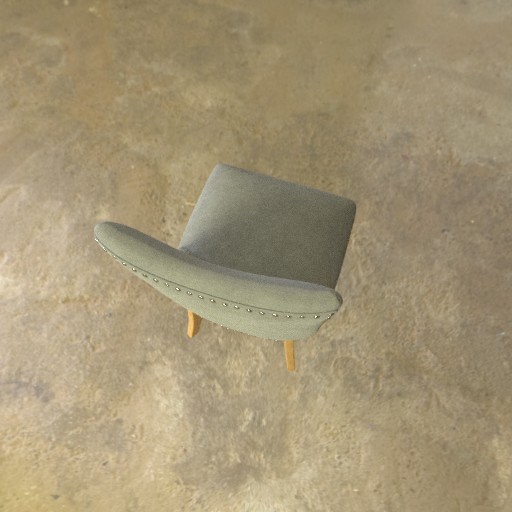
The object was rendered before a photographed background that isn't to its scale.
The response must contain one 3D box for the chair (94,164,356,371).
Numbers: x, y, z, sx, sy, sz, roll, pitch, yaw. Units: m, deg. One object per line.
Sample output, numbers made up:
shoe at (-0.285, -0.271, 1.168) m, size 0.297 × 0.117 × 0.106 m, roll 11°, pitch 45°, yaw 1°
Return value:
chair at (0.000, 0.000, 1.285) m, size 0.495 × 0.902 × 0.610 m, roll 17°, pitch 65°, yaw 8°
